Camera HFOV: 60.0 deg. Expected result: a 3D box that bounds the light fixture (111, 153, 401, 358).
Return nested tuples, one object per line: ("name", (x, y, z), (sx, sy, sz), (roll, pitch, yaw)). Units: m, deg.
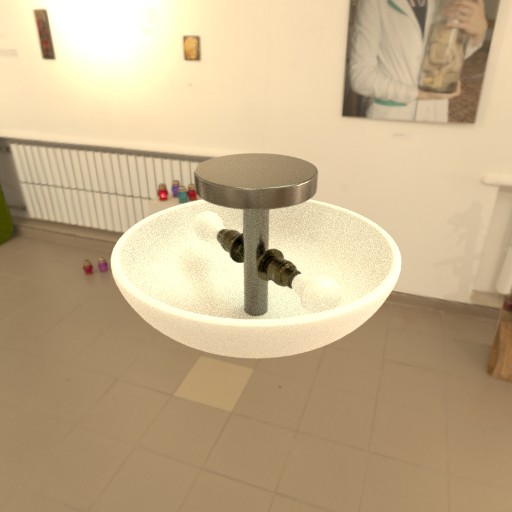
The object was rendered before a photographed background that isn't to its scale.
("light fixture", (0.000, 0.000, 0.531), (0.330, 0.214, 0.330), (0, 27, 0))
